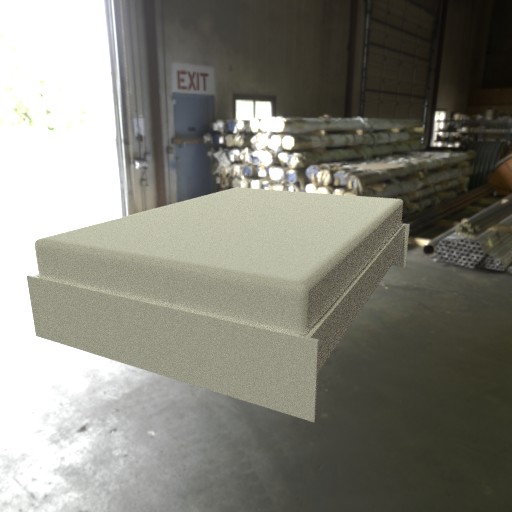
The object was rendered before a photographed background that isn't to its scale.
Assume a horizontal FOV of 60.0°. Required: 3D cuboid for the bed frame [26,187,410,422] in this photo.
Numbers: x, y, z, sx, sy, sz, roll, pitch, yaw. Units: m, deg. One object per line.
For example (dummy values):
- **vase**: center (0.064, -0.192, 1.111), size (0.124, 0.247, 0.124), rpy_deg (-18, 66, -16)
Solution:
- **bed frame**: center (0.000, 0.000, 2.627), size (1.445, 0.497, 1.945), rpy_deg (8, 19, 26)
